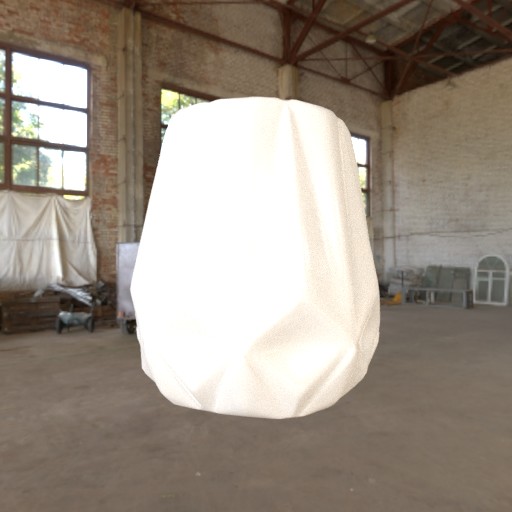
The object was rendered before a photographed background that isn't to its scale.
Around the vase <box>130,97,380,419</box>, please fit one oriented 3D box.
[{"bbox_3d":[0.000,0.000,0.259,0.141,0.152,0.141,0,-1,0],"label":"vase"}]
